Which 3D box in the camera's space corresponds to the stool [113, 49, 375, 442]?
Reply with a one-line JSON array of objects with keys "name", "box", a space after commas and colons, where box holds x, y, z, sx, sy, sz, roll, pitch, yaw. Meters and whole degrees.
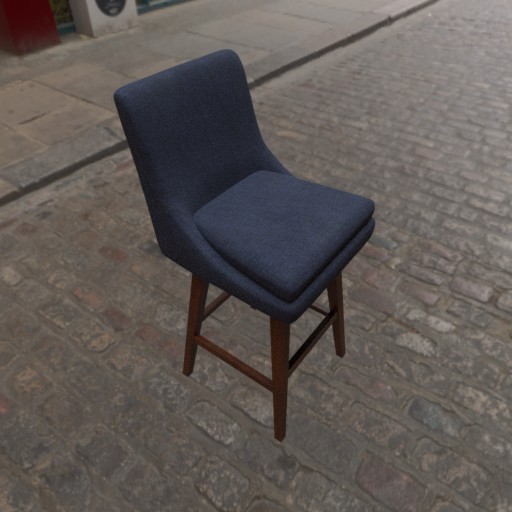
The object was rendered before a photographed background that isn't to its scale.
[{"name": "stool", "box": [0.000, 0.000, 1.405, 0.572, 1.068, 0.489, 26, 47, 27]}]
